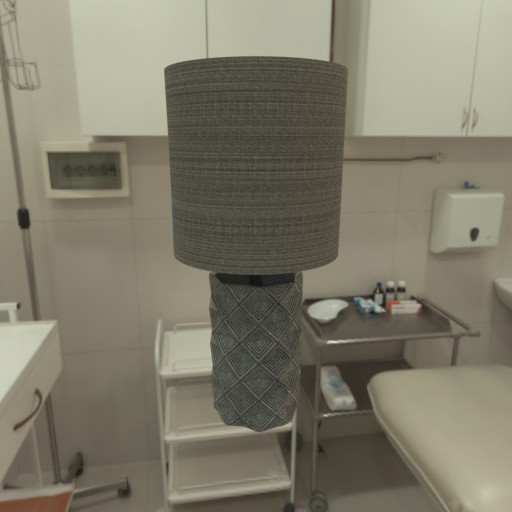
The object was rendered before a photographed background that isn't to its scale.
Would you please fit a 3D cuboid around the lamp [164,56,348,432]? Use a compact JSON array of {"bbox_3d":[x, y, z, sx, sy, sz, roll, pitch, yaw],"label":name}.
[{"bbox_3d":[0.000,0.000,0.733,0.269,0.566,0.268,-3,15,-10],"label":"lamp"}]
